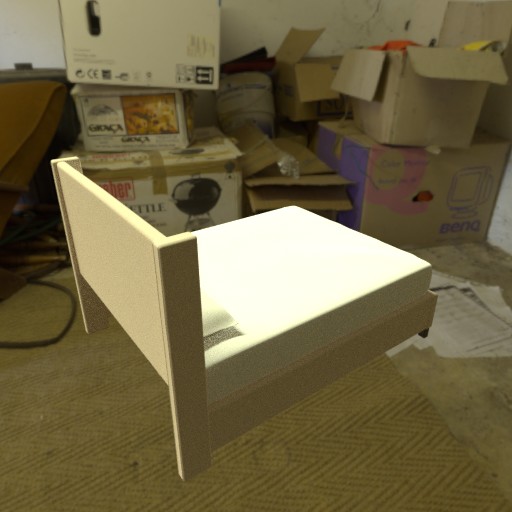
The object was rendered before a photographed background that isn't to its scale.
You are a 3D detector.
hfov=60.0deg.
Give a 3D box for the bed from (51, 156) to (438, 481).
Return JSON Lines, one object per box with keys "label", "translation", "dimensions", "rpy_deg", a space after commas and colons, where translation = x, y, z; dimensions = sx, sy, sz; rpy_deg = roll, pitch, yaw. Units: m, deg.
{"label": "bed", "translation": [0.000, 0.000, 3.403], "dimensions": [2.293, 1.471, 1.778], "rpy_deg": [-18, 32, -32]}
